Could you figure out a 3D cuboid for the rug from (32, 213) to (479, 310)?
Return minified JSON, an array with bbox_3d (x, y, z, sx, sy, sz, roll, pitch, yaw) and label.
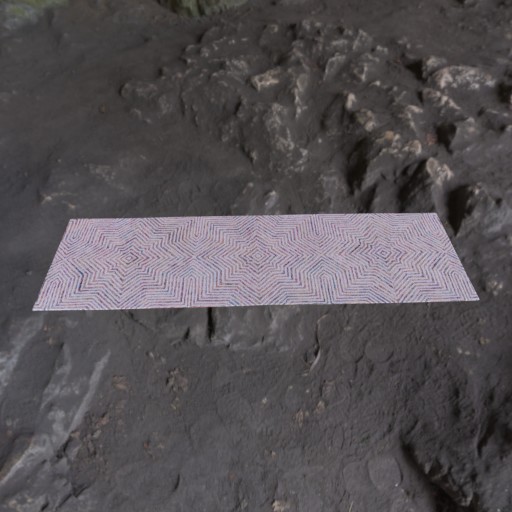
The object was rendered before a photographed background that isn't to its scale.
[{"bbox_3d":[0.000,0.000,2.687,2.443,0.009,0.771,-1,45,-1],"label":"rug"}]
